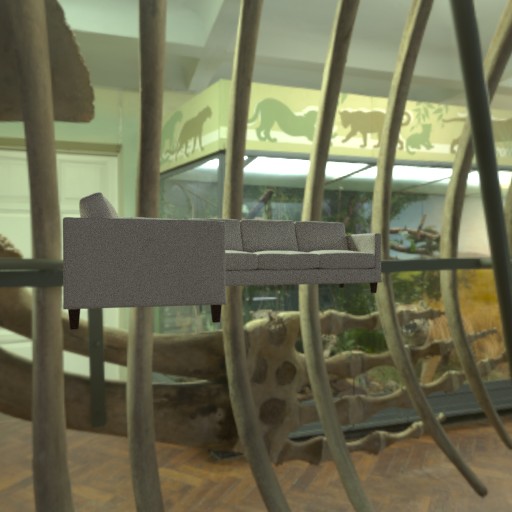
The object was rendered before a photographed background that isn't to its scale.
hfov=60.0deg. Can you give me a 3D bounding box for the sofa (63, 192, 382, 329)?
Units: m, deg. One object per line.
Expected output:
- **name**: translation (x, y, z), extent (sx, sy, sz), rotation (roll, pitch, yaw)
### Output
- **sofa**: translation (0.000, 0.000, 4.273), extent (3.182, 0.863, 2.432), rotation (0, 1, -17)
